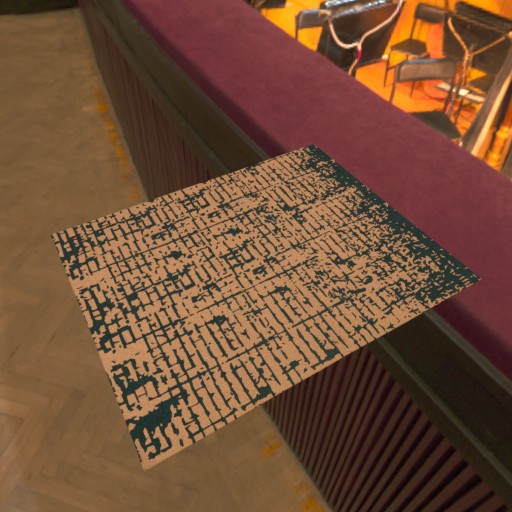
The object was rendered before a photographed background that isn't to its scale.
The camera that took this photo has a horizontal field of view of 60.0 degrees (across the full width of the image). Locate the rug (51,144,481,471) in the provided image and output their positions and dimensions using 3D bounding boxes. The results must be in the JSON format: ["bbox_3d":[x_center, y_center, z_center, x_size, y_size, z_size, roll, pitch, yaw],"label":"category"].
[{"bbox_3d":[0.000,0.000,3.944,3.017,0.014,2.416,-23,51,-21],"label":"rug"}]
